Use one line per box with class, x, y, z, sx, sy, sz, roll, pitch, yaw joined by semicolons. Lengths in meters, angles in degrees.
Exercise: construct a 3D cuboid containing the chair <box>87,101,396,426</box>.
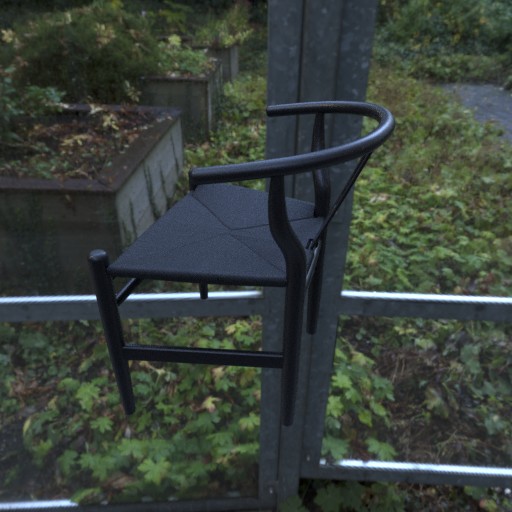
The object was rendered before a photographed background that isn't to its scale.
chair;0.000;0.000;1.132;0.579;0.730;0.569;8;31;14
